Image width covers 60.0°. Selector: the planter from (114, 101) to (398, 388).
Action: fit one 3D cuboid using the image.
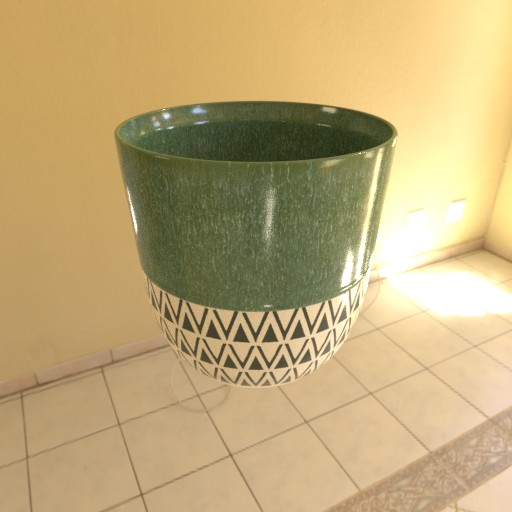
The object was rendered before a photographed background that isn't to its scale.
[{"bbox_3d":[0.000,0.000,0.366,0.195,0.214,0.195,0,28,0],"label":"planter"}]
